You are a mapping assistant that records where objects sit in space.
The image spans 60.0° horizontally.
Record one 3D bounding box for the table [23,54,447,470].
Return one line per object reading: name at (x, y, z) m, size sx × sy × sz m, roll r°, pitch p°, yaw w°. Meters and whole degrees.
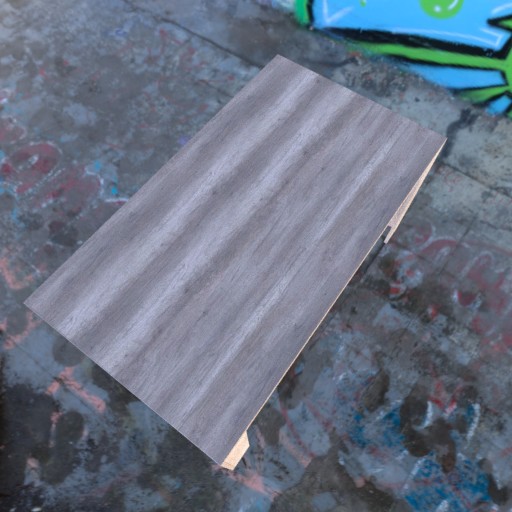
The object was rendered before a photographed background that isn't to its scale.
table at (0.000, 0.000, 2.107) m, size 0.900 × 0.775 × 1.600 m, roll 33°, pitch 68°, yaw 15°
